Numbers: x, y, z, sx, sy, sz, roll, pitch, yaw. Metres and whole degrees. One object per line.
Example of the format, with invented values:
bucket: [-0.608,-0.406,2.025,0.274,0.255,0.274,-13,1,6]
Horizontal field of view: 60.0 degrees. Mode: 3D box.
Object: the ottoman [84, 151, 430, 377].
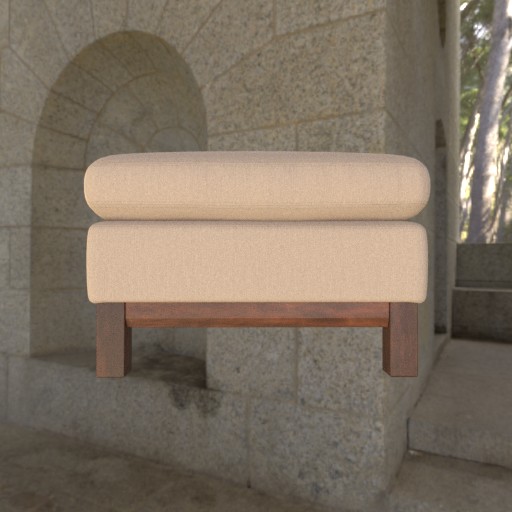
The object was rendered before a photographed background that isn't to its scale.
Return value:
ottoman: [0.000,0.000,1.110,0.606,0.420,0.771,0,-1,0]
